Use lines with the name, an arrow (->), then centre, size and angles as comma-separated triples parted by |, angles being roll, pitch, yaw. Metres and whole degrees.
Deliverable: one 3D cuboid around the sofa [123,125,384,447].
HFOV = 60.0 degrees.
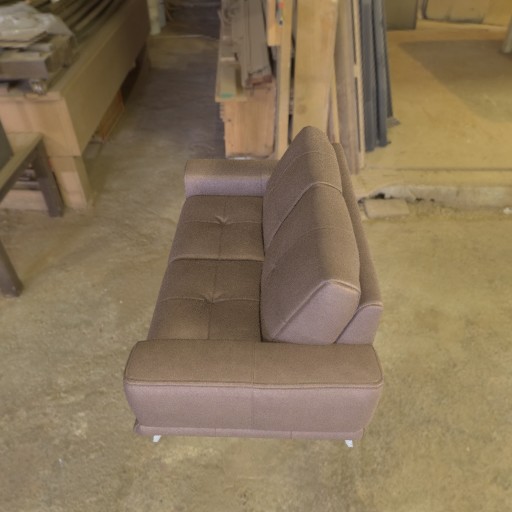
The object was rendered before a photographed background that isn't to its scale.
sofa -> 0.000, 0.000, 2.385 | 1.018, 0.907, 1.806 | 1, 40, 1
